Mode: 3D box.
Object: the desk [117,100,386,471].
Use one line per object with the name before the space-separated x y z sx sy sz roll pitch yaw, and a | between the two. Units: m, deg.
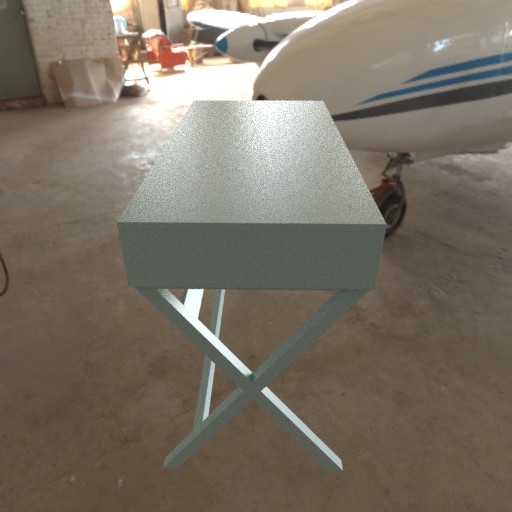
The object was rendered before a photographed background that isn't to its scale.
desk | 0.000 0.000 1.481 0.509 0.780 1.059 1 31 1
